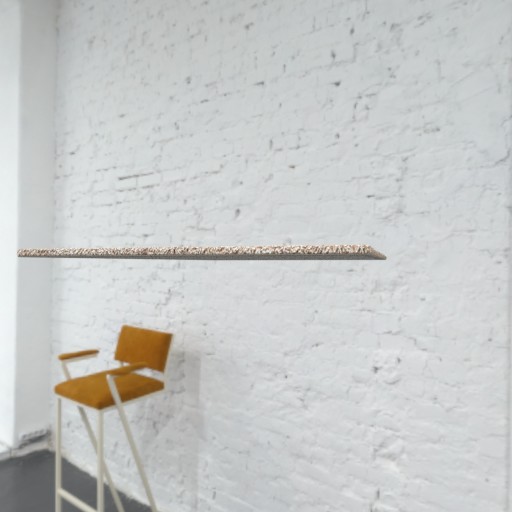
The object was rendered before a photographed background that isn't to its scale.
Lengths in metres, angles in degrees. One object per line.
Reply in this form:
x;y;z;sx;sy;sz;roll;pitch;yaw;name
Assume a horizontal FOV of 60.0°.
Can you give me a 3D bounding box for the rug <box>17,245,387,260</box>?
0.000;0.000;2.225;1.219;0.030;1.778;0;-1;18;rug
